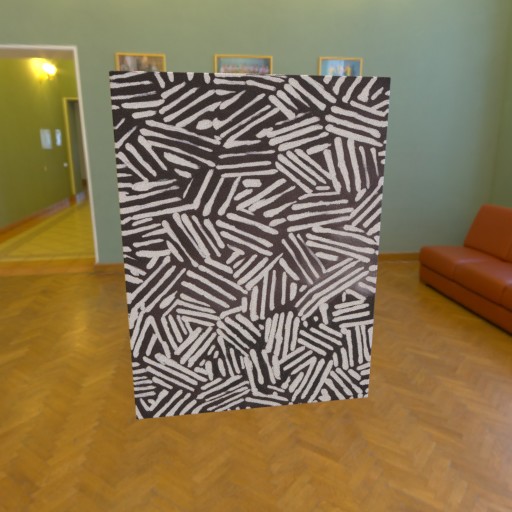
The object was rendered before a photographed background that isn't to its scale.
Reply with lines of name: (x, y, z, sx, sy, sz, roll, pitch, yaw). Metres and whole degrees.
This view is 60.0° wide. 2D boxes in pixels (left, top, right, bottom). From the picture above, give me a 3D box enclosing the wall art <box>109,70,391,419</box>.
wall art: (0.000, 0.000, 1.333, 0.765, 1.017, 0.038, -2, 15, -9)
